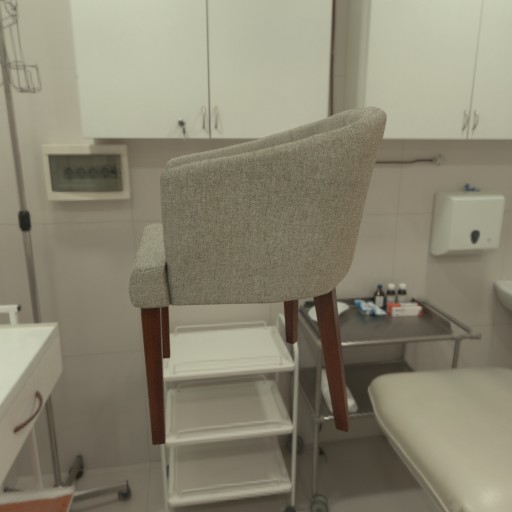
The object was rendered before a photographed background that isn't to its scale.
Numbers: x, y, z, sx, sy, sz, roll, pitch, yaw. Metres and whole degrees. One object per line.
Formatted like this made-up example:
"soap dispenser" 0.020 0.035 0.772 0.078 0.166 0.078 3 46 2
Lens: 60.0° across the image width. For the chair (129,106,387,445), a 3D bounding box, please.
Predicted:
"chair" 0.000 0.000 1.264 0.655 0.811 0.583 -2 15 -10
